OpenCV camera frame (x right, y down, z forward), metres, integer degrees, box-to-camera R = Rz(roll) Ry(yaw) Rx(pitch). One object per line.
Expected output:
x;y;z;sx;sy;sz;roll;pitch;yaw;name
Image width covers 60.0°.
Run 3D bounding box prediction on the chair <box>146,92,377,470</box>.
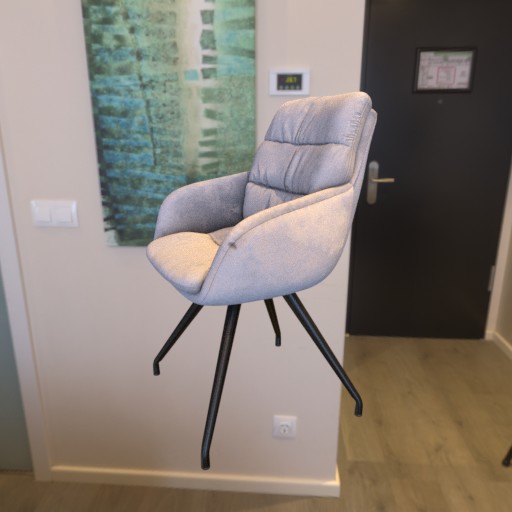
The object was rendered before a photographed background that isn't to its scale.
0.000;0.000;1.276;0.569;0.888;0.579;-8;18;-25;chair
